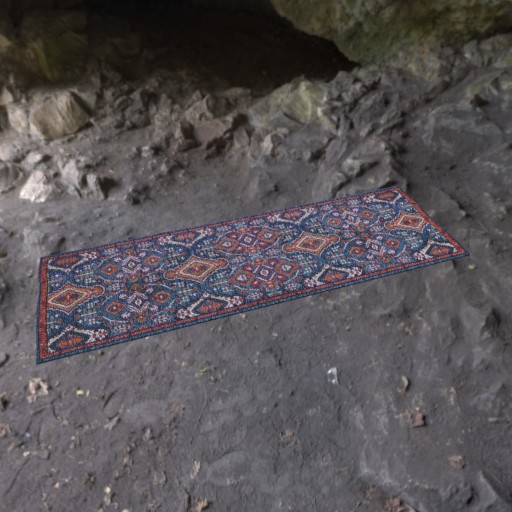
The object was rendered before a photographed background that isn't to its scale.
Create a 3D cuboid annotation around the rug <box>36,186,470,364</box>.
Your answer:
[{"bbox_3d":[0.000,0.000,2.649,2.459,0.010,0.801,-13,43,-14],"label":"rug"}]
